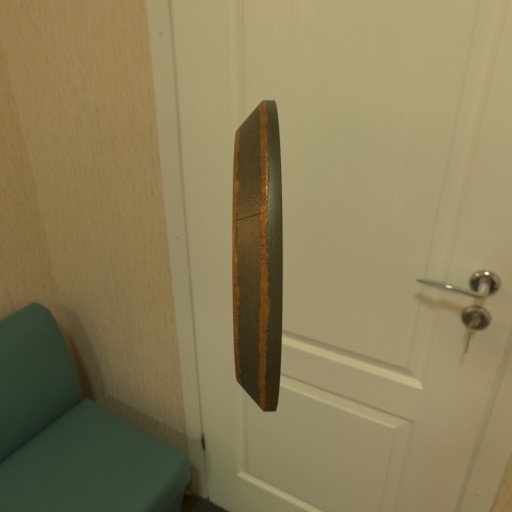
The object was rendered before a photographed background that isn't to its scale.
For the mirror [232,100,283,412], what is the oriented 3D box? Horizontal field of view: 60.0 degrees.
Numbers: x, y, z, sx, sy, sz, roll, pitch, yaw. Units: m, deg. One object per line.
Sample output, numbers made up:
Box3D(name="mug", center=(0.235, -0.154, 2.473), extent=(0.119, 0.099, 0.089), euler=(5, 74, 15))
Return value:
Box3D(name="mirror", center=(0.000, 0.000, 1.368), extent=(0.111, 0.907, 0.907), euler=(0, 27, 0))
